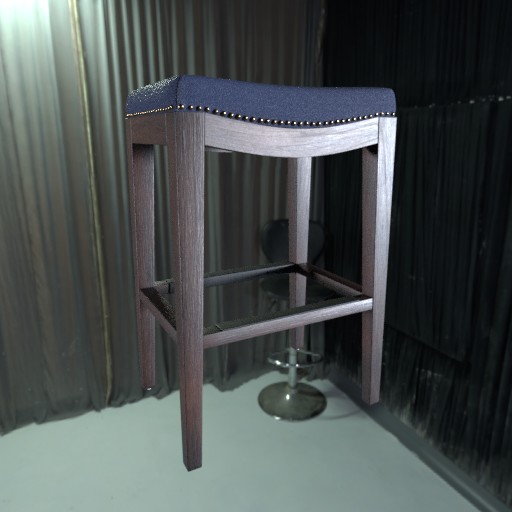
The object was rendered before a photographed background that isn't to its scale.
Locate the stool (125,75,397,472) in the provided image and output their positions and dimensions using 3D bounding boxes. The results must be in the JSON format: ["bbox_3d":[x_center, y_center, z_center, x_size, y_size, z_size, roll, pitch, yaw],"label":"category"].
[{"bbox_3d":[0.000,0.000,1.038,0.498,0.740,0.358,-8,17,-27],"label":"stool"}]
